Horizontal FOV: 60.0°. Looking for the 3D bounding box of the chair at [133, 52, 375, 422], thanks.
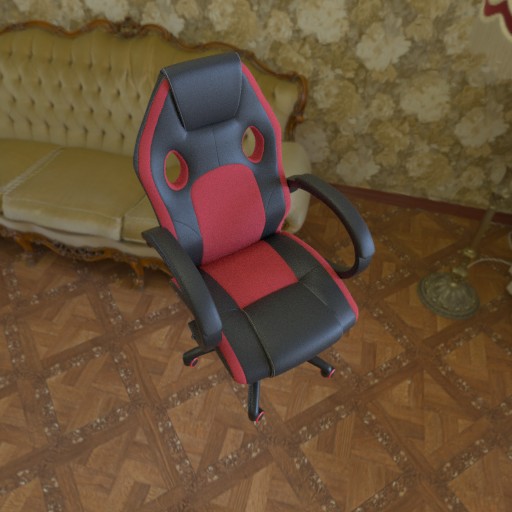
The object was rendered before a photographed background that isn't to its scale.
[{"bbox_3d":[0.000,0.000,1.595,0.673,1.187,0.724,-24,50,-22],"label":"chair"}]
